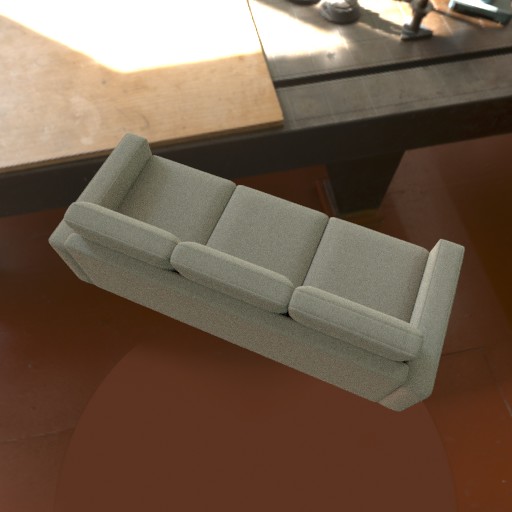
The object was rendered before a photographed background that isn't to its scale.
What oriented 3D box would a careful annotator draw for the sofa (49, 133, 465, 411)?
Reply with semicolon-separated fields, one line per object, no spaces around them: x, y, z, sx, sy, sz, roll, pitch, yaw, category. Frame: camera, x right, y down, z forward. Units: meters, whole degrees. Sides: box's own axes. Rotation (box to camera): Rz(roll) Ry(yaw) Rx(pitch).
0.000;0.000;2.587;2.160;0.800;0.900;21;65;10;sofa
